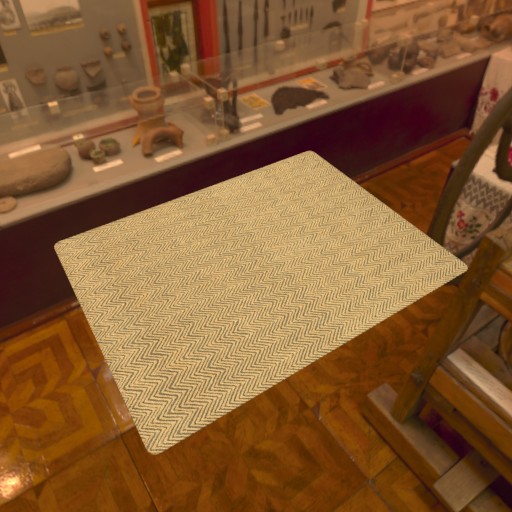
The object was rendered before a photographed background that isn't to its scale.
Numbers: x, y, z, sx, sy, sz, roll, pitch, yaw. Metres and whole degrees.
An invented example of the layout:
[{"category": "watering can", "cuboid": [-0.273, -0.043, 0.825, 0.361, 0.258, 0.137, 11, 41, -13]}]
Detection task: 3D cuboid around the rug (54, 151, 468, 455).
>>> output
[{"category": "rug", "cuboid": [0.000, 0.000, 4.258, 3.207, 0.014, 2.439, -24, 50, -22]}]
